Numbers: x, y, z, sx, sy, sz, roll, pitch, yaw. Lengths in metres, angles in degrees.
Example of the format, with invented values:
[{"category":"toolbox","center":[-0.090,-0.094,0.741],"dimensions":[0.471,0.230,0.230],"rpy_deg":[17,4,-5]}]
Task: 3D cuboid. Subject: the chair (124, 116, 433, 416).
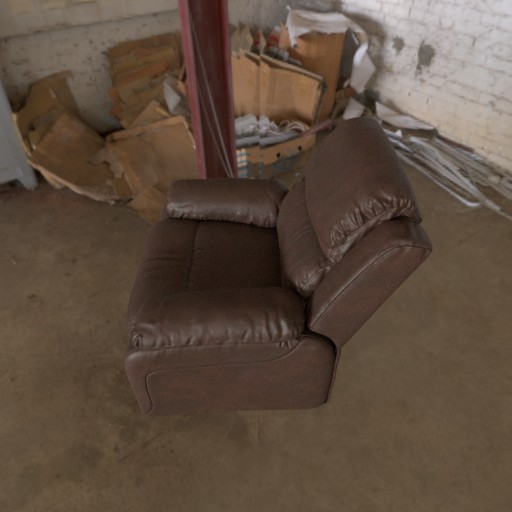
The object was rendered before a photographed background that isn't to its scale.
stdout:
[{"category":"chair","center":[0.000,0.000,1.262],"dimensions":[0.707,0.702,0.680],"rpy_deg":[0,41,-1]}]
